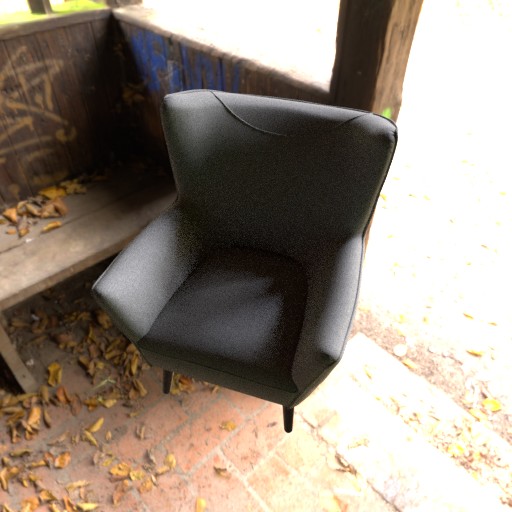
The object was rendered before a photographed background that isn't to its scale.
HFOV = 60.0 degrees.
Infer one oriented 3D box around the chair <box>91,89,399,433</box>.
[{"bbox_3d":[0.000,0.000,1.591,0.781,0.933,0.888,13,45,13],"label":"chair"}]
